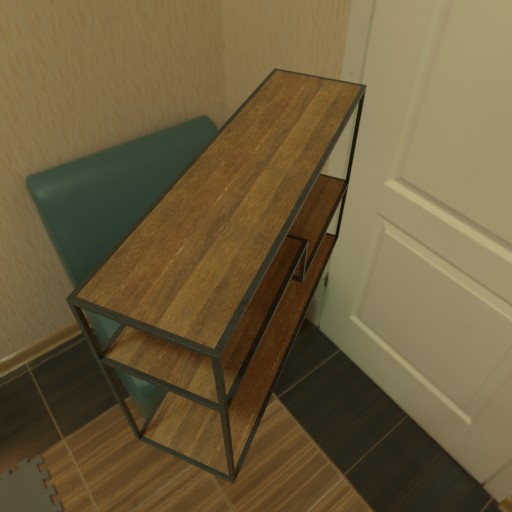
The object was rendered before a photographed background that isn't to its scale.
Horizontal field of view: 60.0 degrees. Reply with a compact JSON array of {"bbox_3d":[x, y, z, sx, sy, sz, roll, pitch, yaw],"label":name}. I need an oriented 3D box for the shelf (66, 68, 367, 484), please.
[{"bbox_3d":[0.000,0.000,1.537,0.361,0.765,1.201,17,49,16],"label":"shelf"}]
